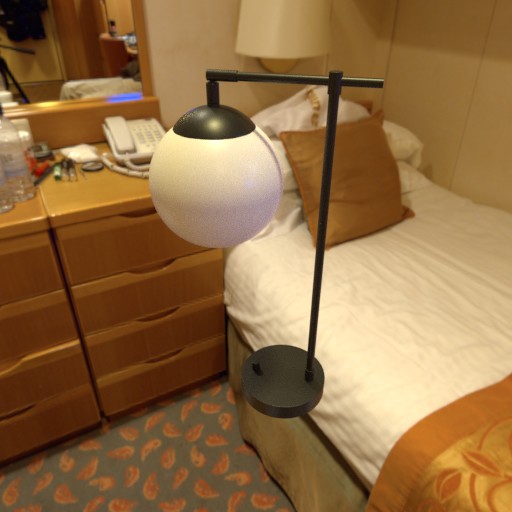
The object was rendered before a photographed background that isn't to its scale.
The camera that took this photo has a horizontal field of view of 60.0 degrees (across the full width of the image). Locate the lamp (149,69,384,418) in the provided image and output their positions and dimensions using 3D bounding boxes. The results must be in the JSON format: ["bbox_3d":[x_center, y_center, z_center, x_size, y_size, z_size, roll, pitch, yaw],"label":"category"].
[{"bbox_3d":[0.000,0.000,0.707,0.316,0.559,0.197,8,33,13],"label":"lamp"}]
